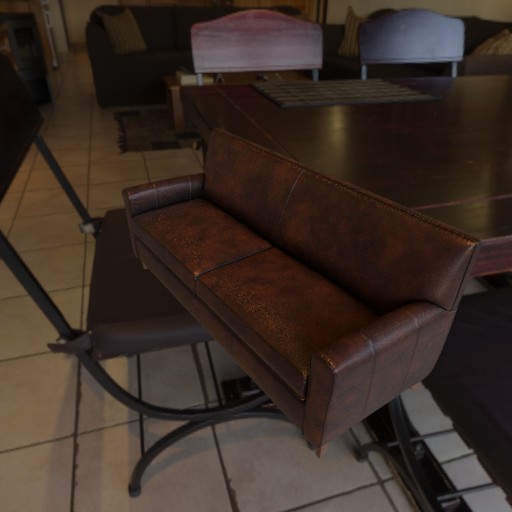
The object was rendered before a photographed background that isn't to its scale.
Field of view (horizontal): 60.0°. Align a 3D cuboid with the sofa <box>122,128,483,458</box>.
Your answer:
[{"bbox_3d":[0.000,0.000,2.455,0.786,0.871,1.995,-20,37,-30],"label":"sofa"}]
